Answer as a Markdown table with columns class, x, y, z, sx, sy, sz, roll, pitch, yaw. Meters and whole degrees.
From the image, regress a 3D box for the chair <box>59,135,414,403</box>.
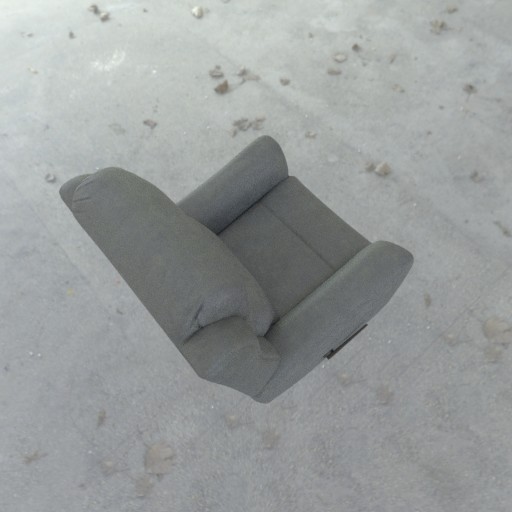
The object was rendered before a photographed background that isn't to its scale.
| class | x | y | z | sx | sy | sz | roll | pitch | yaw |
| --- | --- | --- | --- | --- | --- | --- | --- | --- | --- |
| chair | 0.000 | 0.000 | 1.885 | 1.068 | 1.116 | 0.967 | -35 | 65 | -20 |
